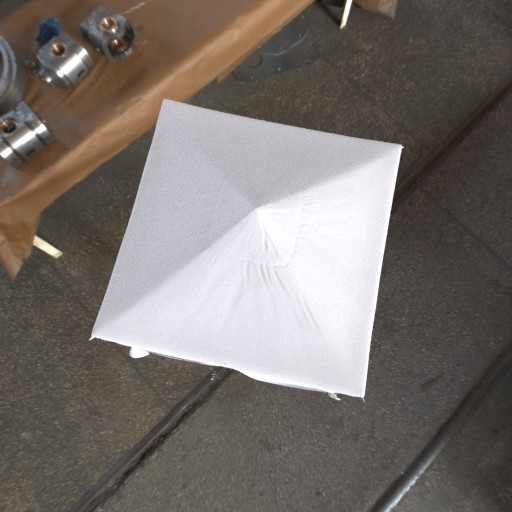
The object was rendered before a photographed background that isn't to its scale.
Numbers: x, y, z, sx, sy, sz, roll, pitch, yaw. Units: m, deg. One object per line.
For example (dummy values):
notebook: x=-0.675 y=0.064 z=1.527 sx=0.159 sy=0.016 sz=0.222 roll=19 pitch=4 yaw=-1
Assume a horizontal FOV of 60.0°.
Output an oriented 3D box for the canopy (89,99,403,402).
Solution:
canopy: x=0.000 y=0.000 z=5.564 sx=3.043 sy=2.997 sz=3.121 roll=12 pitch=76 yaw=3
